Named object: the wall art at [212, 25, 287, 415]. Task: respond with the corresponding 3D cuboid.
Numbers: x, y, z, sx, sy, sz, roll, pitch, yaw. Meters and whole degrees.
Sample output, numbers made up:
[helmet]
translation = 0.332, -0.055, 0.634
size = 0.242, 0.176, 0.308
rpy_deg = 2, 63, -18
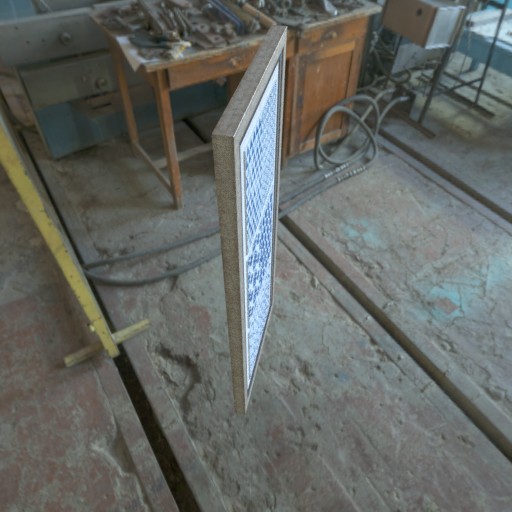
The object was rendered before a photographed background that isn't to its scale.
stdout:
[wall art]
translation = 0.000, 0.000, 1.720
size = 0.051, 1.461, 0.648
rpy_deg = 10, 48, 9
